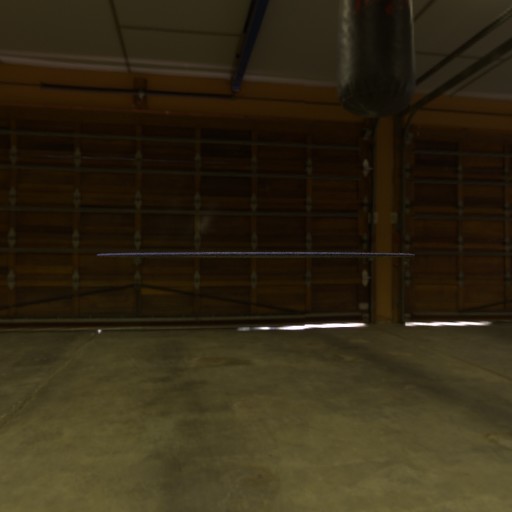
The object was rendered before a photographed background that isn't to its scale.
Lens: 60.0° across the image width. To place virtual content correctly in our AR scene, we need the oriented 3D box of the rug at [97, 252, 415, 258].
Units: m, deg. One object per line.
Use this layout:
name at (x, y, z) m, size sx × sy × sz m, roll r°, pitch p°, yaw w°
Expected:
rug at (0.000, 0.000, 2.356) m, size 1.591 × 0.010 × 1.591 m, roll 0°, pitch -1°, yaw 0°
